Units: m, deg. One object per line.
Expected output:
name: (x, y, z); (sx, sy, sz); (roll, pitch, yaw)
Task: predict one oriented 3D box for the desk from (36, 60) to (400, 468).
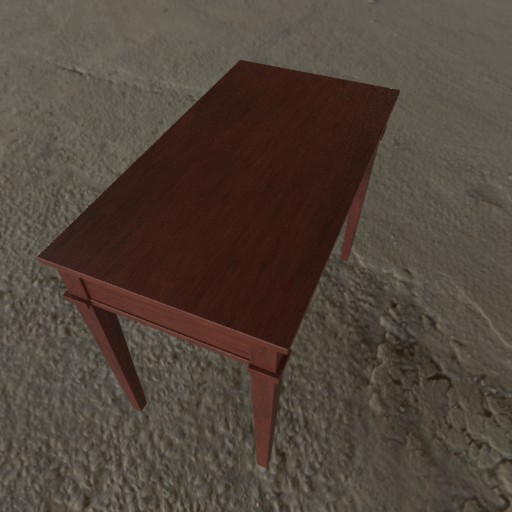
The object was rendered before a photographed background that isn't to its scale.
desk: (0.000, 0.000, 1.422); (0.549, 0.762, 1.001); (18, 50, 15)
